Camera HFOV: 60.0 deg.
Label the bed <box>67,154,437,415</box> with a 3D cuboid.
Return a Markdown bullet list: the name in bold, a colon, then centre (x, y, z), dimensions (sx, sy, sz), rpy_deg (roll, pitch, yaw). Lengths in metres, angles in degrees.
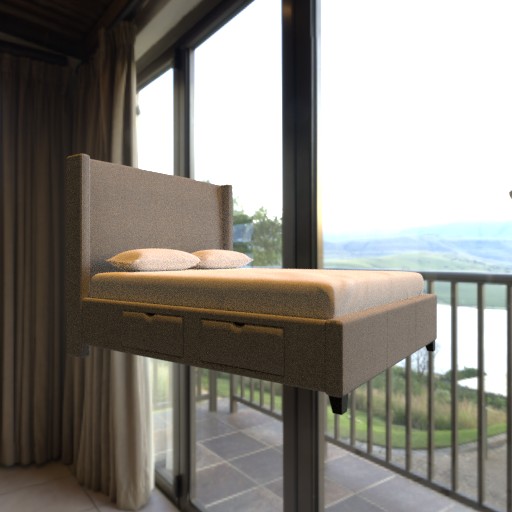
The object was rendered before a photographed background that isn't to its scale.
- **bed**: centre (0.000, 0.000, 3.383), dimensions (2.222, 1.491, 1.774), rpy_deg (0, 0, 35)
